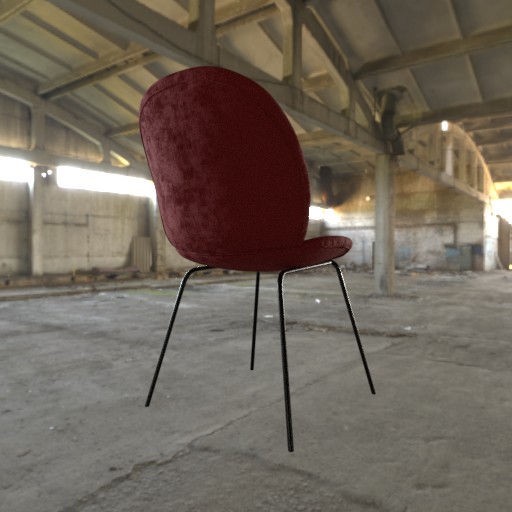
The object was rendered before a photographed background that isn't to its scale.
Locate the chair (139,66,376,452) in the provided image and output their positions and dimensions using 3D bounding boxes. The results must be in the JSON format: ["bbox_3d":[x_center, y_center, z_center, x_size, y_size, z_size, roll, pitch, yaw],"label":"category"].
[{"bbox_3d":[0.000,0.000,1.176,0.458,0.791,0.587,0,1,36],"label":"chair"}]
